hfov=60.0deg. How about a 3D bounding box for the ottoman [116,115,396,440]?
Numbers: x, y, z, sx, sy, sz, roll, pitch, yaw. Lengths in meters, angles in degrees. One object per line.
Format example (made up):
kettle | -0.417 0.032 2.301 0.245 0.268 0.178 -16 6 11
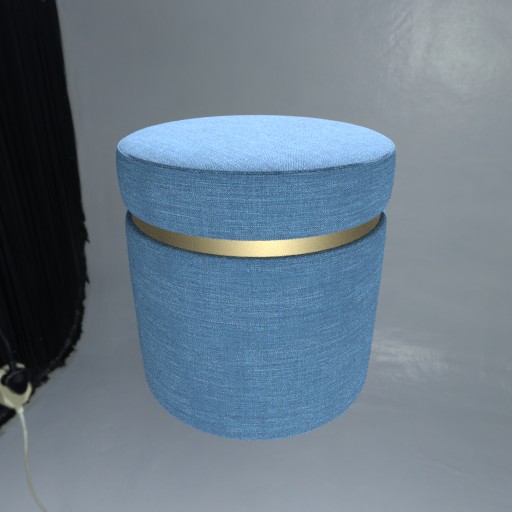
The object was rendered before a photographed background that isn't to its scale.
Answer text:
ottoman | 0.000 0.000 0.723 0.398 0.406 0.398 0 26 0
